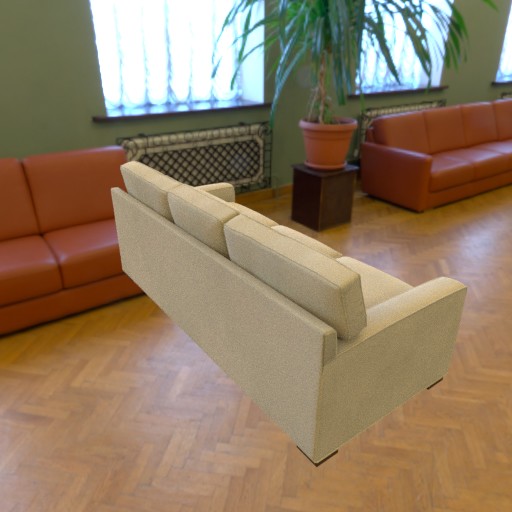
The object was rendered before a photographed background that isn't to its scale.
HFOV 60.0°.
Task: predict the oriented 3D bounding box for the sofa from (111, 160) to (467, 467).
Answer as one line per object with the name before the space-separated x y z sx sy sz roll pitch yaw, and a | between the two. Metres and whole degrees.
sofa | 0.000 0.000 2.608 0.935 0.862 2.088 -18 31 -32
